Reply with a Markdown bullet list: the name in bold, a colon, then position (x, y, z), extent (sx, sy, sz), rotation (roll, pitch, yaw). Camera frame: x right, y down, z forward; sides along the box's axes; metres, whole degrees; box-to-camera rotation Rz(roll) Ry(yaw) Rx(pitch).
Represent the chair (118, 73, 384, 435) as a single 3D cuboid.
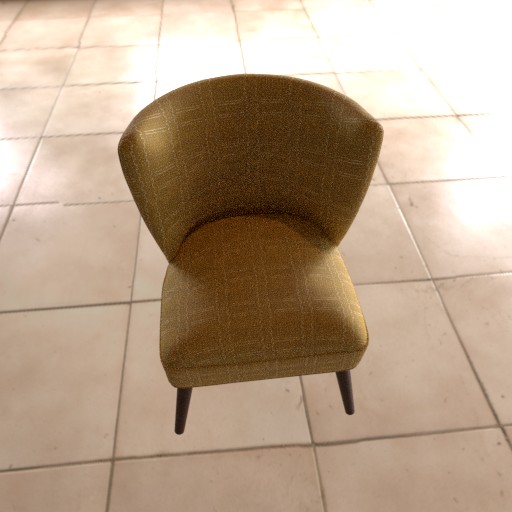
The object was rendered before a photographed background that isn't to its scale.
- **chair**: position (0.000, 0.000, 1.422), extent (0.706, 0.866, 0.758), rotation (-5, 48, -4)
